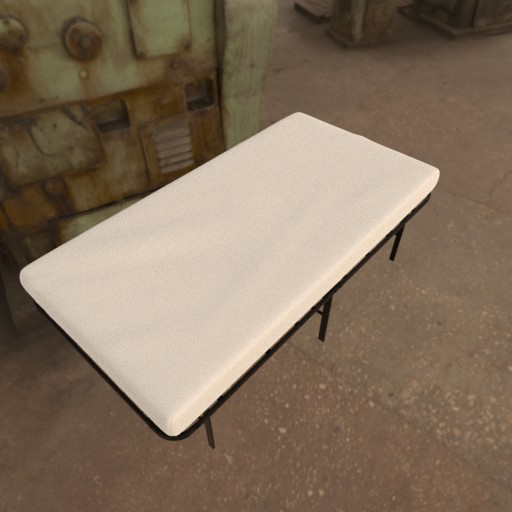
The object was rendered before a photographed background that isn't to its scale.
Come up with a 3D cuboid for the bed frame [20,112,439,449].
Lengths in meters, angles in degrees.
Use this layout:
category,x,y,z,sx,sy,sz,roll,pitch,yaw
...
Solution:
category,x,y,z,sx,sy,sz,roll,pitch,yaw
bed frame,0.000,0.000,2.281,0.989,0.619,1.903,33,54,28
